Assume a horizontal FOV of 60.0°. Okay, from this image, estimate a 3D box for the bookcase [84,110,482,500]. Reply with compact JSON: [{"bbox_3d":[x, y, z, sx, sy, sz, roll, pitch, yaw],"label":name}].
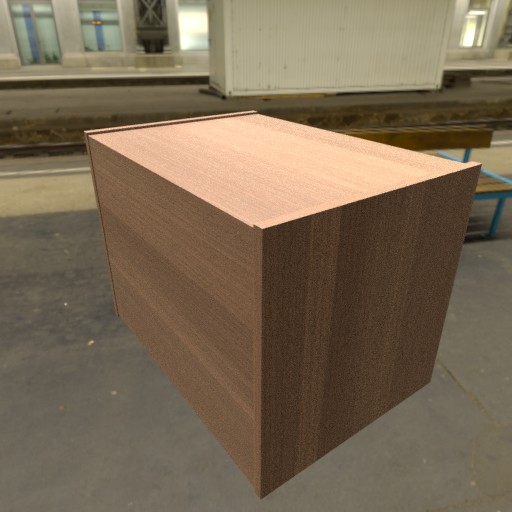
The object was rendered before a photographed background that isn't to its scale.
[{"bbox_3d":[0.000,0.000,0.612,0.290,0.305,0.415,-18,33,-32],"label":"bookcase"}]
